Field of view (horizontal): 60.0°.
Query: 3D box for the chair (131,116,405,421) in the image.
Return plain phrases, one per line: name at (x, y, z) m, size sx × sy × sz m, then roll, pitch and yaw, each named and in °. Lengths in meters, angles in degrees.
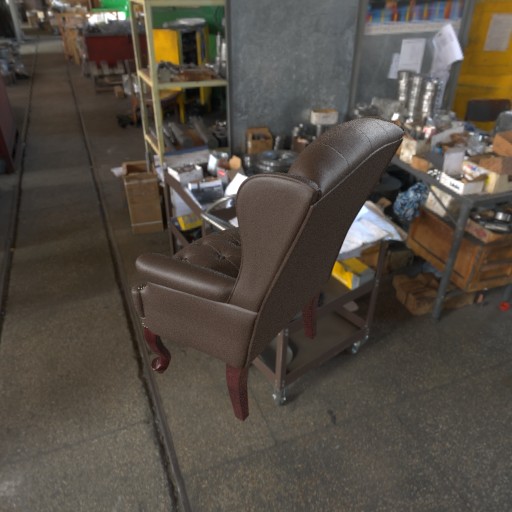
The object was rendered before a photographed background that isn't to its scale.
chair at (0.000, 0.000, 1.749) m, size 0.819 × 1.132 × 0.829 m, roll 20°, pitch 37°, yaw 29°
